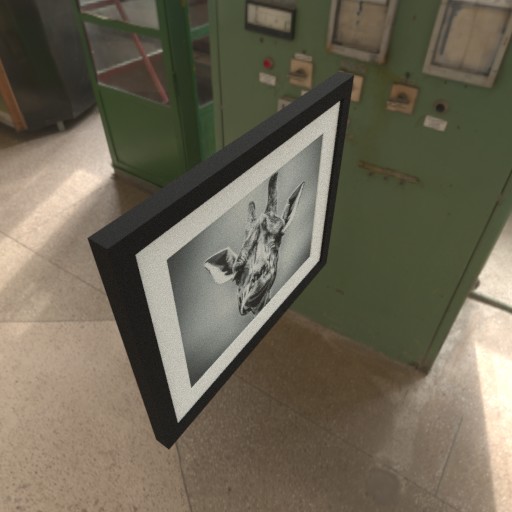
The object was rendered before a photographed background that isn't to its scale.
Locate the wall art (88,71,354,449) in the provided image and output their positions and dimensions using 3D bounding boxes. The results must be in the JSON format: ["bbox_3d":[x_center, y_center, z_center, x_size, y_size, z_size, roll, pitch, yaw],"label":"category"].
[{"bbox_3d":[0.000,0.000,0.771,0.031,0.457,0.558,25,49,25],"label":"wall art"}]
